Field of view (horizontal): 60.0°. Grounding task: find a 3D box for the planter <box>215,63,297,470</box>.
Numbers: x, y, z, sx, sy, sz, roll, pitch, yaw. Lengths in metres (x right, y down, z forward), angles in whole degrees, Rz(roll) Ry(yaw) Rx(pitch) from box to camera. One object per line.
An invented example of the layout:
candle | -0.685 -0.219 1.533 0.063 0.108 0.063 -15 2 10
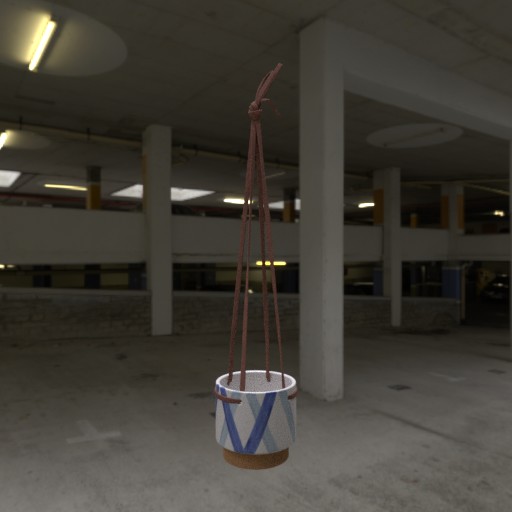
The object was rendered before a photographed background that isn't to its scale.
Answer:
planter | 0.000 0.000 0.843 0.157 0.753 0.153 0 0 -35
